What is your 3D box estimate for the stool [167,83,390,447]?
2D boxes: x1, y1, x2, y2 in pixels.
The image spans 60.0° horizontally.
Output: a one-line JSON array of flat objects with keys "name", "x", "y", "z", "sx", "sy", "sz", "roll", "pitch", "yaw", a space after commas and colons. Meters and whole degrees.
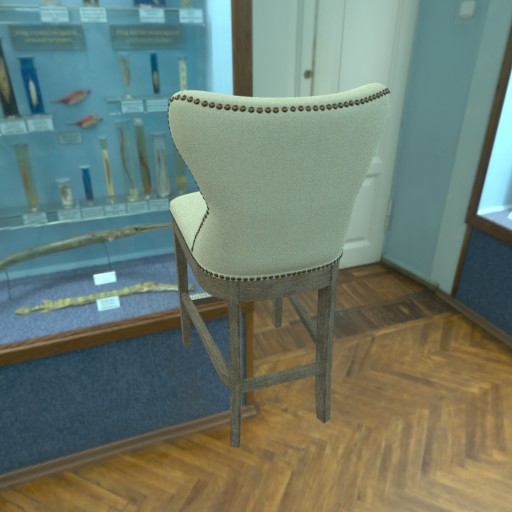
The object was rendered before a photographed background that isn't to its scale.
[{"name": "stool", "x": 0.000, "y": 0.000, "z": 1.308, "sx": 0.498, "sy": 0.981, "sz": 0.608, "roll": -9, "pitch": 28, "yaw": -17}]
